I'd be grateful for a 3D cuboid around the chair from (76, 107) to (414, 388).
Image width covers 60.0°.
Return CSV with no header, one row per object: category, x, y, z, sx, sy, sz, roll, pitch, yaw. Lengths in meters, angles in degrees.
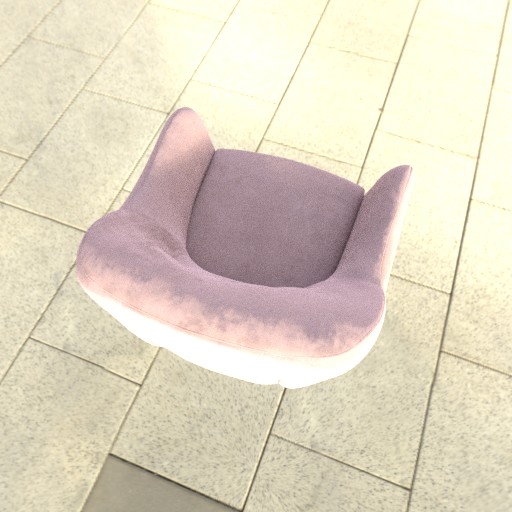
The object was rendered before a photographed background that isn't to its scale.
chair,0.000,0.000,1.490,0.840,0.820,0.820,17,65,8
